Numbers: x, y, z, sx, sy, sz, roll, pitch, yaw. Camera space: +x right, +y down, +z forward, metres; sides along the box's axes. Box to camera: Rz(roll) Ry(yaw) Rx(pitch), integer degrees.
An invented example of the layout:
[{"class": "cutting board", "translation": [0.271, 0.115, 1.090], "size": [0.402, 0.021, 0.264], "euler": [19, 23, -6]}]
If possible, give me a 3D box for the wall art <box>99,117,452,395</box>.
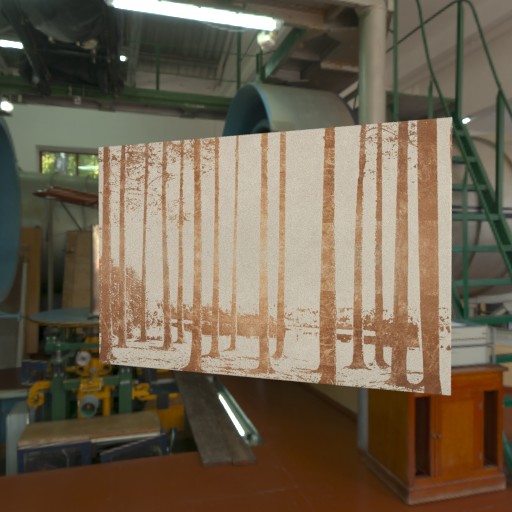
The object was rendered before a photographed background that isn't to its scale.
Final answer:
[{"class": "wall art", "translation": [0.000, 0.000, 0.755], "size": [0.609, 0.405, 0.035], "euler": [0, 1, 18]}]
